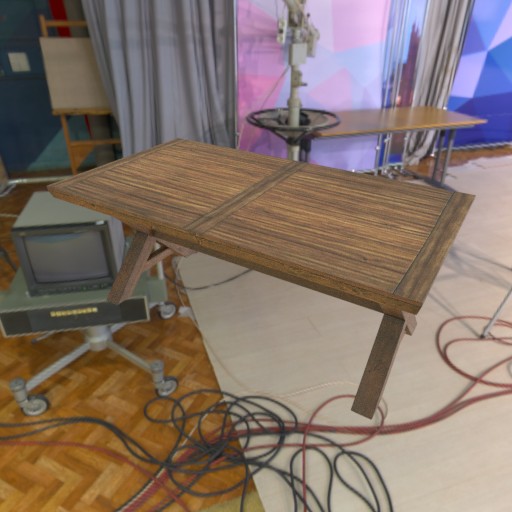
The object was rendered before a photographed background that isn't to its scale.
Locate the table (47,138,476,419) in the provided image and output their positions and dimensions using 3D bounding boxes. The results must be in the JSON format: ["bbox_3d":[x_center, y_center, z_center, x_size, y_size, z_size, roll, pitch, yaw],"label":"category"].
[{"bbox_3d":[0.000,0.000,2.510,1.966,0.793,1.071,18,35,27],"label":"table"}]
